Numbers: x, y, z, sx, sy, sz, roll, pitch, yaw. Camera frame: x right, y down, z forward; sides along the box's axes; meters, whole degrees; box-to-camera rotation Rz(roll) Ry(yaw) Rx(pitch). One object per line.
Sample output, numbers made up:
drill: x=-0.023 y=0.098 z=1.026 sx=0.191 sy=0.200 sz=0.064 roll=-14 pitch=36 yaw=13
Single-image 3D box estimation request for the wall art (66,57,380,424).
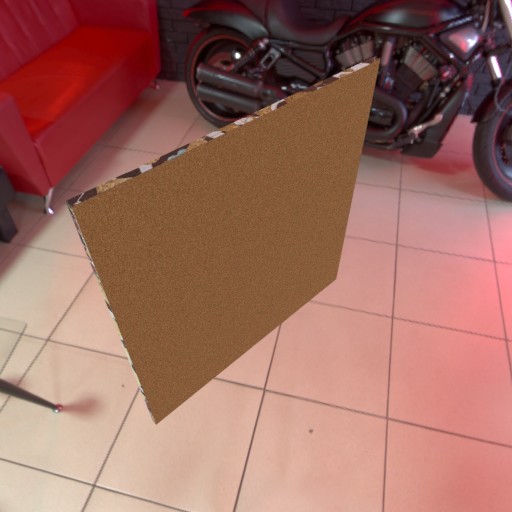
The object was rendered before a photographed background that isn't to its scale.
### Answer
wall art: x=0.000 y=0.000 z=0.589 sx=0.404 sy=0.406 sz=0.010 roll=-34 pitch=55 yaw=-28
